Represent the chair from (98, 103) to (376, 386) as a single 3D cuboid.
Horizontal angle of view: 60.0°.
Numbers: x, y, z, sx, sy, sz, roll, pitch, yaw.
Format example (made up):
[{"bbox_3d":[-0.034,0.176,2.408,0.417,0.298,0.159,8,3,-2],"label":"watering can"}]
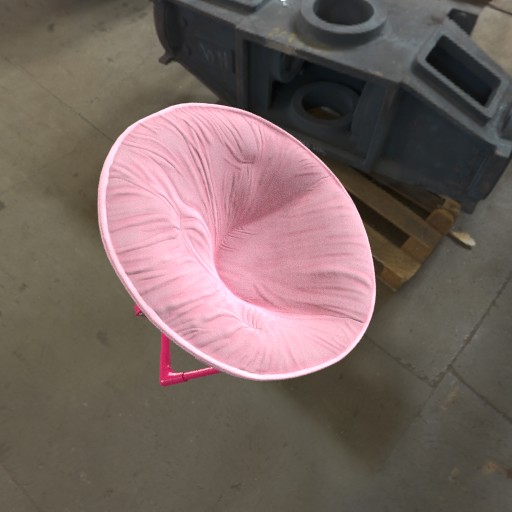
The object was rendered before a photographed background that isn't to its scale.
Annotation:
[{"bbox_3d":[0.000,0.000,0.861,0.459,0.494,0.522,-3,63,-2],"label":"chair"}]
